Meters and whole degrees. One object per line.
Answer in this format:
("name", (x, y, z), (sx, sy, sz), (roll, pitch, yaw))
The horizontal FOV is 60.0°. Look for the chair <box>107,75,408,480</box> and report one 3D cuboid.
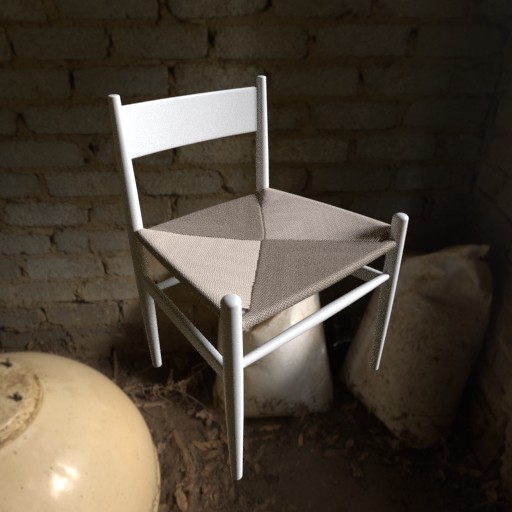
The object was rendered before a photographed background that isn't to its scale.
("chair", (0.000, 0.000, 1.113), (0.556, 0.762, 0.495), (-24, 37, -35))
